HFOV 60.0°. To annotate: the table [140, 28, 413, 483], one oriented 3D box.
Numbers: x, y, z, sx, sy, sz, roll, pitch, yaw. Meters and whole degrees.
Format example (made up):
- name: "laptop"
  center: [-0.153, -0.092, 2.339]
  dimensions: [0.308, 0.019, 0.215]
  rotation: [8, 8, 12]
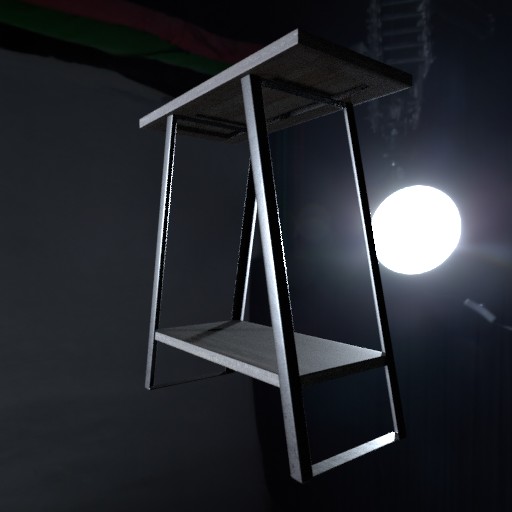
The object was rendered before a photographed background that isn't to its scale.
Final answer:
- name: "table"
  center: [0.000, 0.000, 1.004]
  dimensions: [0.300, 0.701, 0.599]
  rotation: [-1, 1, -37]
